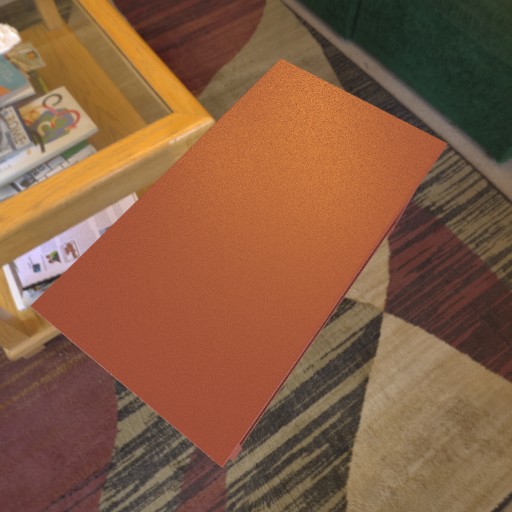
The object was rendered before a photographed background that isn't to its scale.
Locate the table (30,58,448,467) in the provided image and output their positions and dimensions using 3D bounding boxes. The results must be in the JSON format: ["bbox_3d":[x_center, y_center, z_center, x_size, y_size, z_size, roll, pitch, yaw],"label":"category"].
[{"bbox_3d":[0.000,0.000,1.416,0.612,0.493,1.068,34,69,15],"label":"table"}]
